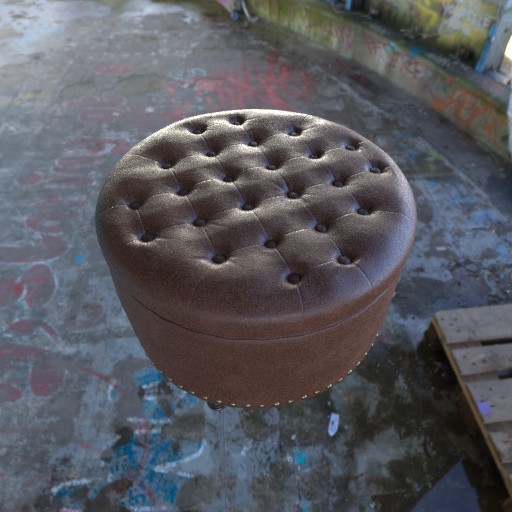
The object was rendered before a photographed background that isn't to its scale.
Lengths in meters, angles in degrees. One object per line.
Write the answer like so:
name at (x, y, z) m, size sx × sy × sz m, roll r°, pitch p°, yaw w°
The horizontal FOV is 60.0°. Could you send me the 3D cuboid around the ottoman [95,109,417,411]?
ottoman at (0.000, 0.000, 1.035) m, size 0.637 × 0.442 × 0.637 m, roll 0°, pitch 47°, yaw 0°
